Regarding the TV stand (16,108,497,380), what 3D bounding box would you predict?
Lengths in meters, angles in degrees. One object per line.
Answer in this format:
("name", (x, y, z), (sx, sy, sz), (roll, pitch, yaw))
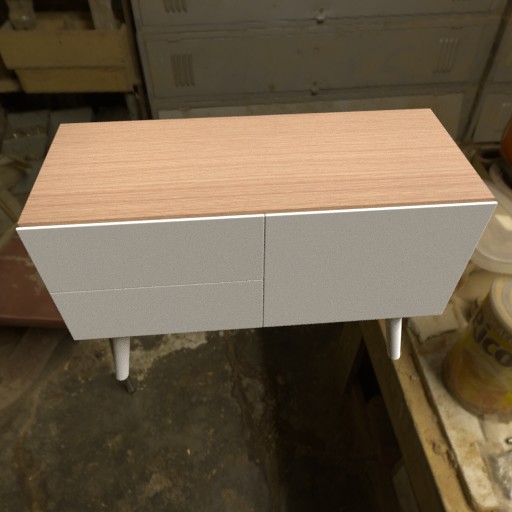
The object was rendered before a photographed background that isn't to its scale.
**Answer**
("TV stand", (0.000, 0.000, 1.283), (0.991, 0.660, 0.407), (-3, 46, -3))
